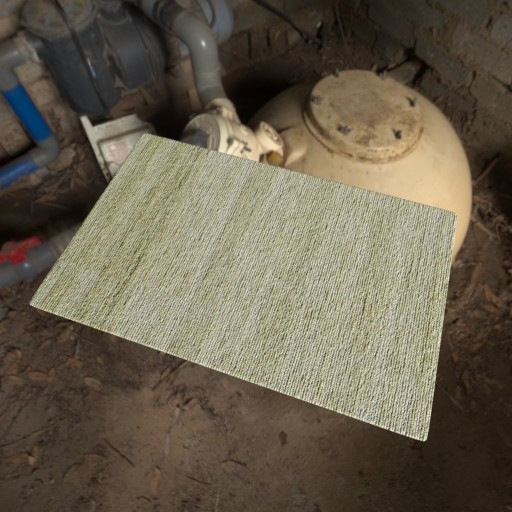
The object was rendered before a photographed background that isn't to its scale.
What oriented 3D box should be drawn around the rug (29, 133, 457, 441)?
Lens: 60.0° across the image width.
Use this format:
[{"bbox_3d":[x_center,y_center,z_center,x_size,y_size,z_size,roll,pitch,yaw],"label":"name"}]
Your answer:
[{"bbox_3d":[0.000,0.000,2.104,1.758,0.010,1.143,16,60,10],"label":"rug"}]
